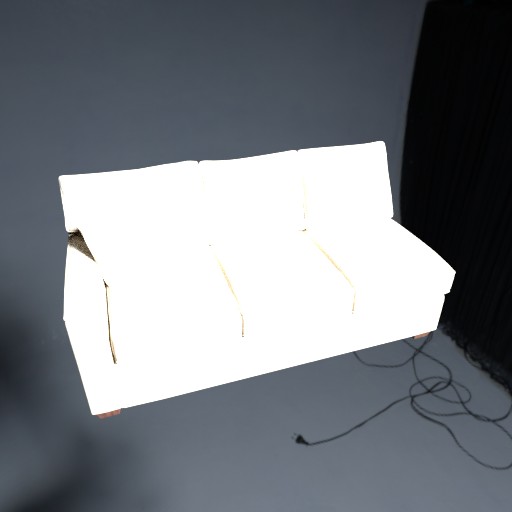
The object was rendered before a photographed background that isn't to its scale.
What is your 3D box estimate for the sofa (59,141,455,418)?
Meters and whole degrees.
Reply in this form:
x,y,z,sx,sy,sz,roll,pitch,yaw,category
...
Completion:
x,y,z,sx,sy,sz,roll,pitch,yaw,category
0.000,0.000,2.515,1.962,0.946,1.034,-10,33,-16,sofa
